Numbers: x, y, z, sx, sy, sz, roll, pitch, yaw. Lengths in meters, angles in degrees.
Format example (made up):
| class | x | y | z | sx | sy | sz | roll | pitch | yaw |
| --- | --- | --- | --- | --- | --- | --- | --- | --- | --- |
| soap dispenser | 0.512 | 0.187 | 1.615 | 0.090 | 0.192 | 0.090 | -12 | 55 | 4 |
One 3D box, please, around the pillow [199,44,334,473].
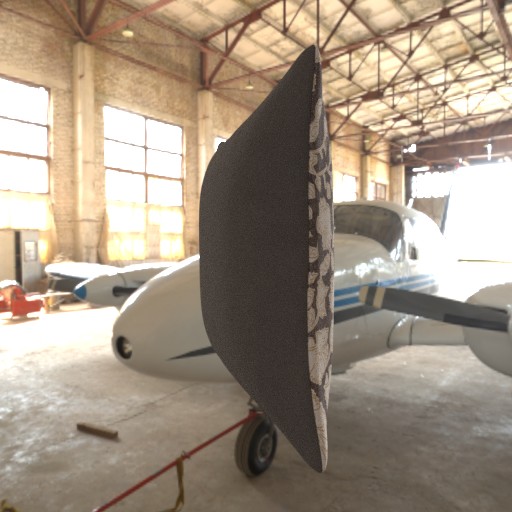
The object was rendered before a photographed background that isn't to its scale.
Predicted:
| class | x | y | z | sx | sy | sz | roll | pitch | yaw |
| --- | --- | --- | --- | --- | --- | --- | --- | --- | --- |
| pillow | 0.000 | 0.000 | 0.768 | 0.166 | 0.507 | 0.526 | 0 | 1 | -16 |
